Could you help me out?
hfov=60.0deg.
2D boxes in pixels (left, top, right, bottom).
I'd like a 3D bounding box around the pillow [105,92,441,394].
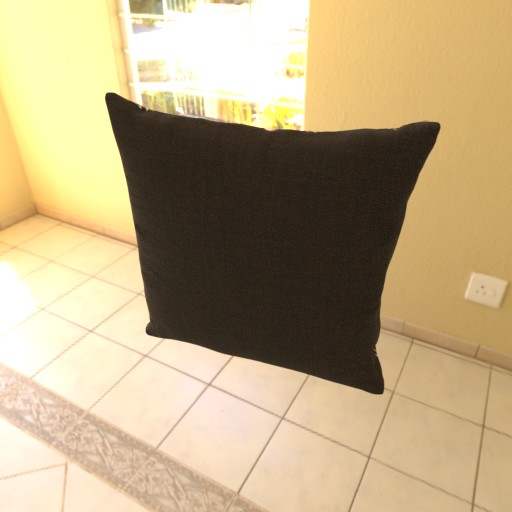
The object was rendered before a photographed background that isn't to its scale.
[{"bbox_3d":[0.000,0.000,0.653,0.432,0.432,0.139,11,34,16],"label":"pillow"}]
